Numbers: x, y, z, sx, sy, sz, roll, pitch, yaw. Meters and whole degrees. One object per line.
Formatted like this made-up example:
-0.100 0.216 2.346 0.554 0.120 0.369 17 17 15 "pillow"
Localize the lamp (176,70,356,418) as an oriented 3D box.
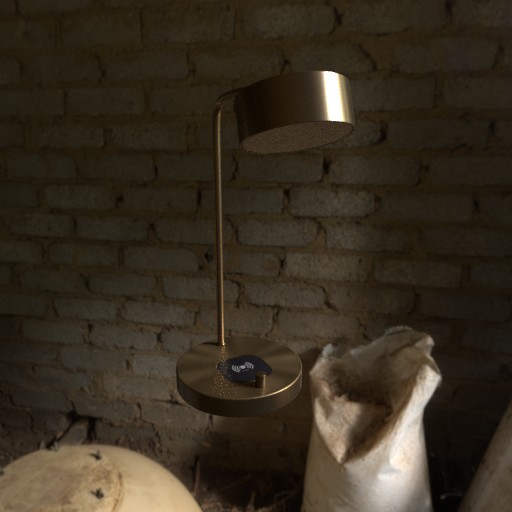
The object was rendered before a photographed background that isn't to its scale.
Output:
0.000 0.000 0.520 0.171 0.380 0.270 -8 17 -26 "lamp"
